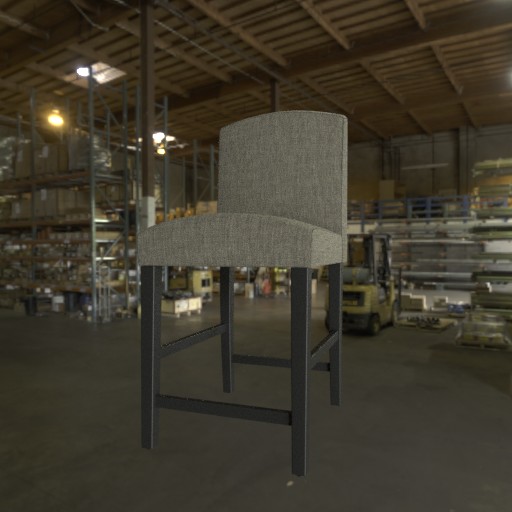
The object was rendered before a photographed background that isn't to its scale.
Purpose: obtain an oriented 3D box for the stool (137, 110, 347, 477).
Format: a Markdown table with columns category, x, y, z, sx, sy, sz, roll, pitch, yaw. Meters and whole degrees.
| category | x | y | z | sx | sy | sz | roll | pitch | yaw |
| --- | --- | --- | --- | --- | --- | --- | --- | --- | --- |
| stool | 0.000 | 0.000 | 1.269 | 0.451 | 0.966 | 0.552 | 0 | 1 | 20 |
